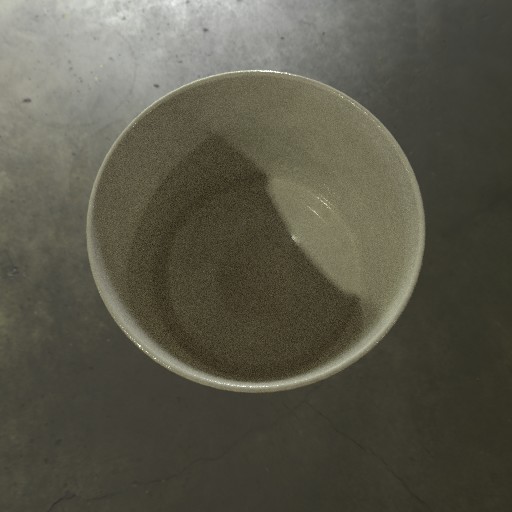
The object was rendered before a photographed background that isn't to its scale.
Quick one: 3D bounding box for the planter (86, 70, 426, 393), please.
[{"bbox_3d":[0.000,0.000,0.336,0.190,0.181,0.190,0,76,0],"label":"planter"}]
